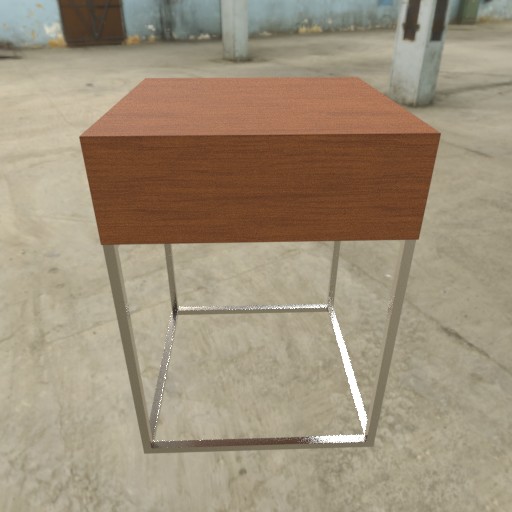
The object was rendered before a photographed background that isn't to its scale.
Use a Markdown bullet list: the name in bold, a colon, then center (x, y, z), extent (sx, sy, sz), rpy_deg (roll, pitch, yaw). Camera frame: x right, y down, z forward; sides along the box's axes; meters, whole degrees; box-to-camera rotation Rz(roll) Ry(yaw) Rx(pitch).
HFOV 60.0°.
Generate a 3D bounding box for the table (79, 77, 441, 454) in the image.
- **table**: center (0.000, 0.000, 0.793), extent (0.397, 0.540, 0.398), rpy_deg (-1, 30, -2)
